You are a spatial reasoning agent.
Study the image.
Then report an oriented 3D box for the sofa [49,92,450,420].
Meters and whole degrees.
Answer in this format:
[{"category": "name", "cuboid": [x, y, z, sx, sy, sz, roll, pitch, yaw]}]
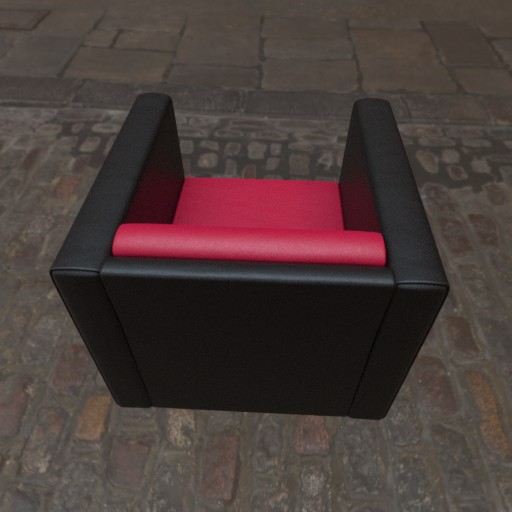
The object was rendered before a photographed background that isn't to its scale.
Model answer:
[{"category": "sofa", "cuboid": [0.000, 0.000, 1.423, 0.839, 0.724, 0.809, 2, 46, 2]}]
